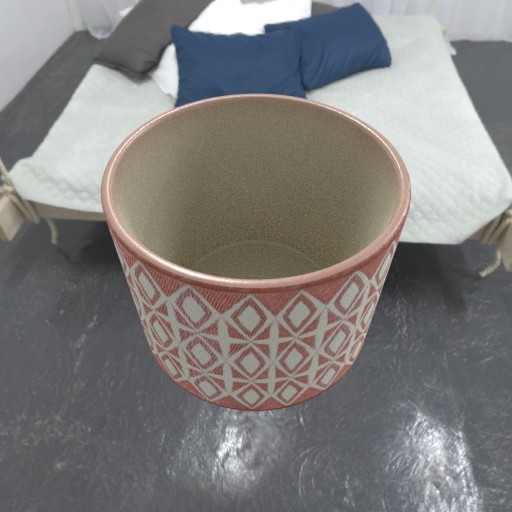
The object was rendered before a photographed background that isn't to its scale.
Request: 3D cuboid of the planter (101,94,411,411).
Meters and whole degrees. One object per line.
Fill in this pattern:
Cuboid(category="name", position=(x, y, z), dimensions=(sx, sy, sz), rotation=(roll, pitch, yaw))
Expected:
Cuboid(category="planter", position=(0.000, 0.000, 0.486), dimensions=(0.273, 0.237, 0.273), rotation=(0, 48, 0))
